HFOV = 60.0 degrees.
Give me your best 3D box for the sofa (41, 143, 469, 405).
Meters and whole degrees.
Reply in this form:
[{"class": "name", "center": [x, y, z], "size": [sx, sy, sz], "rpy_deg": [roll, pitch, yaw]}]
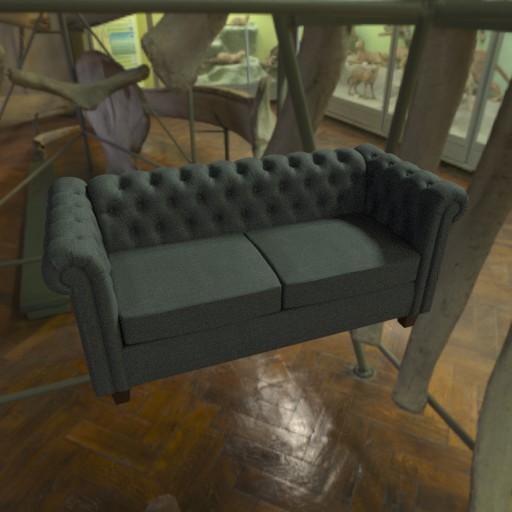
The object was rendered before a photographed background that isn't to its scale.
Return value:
[{"class": "sofa", "center": [0.000, 0.000, 2.191], "size": [1.798, 0.797, 0.783], "rpy_deg": [-11, 32, -18]}]
